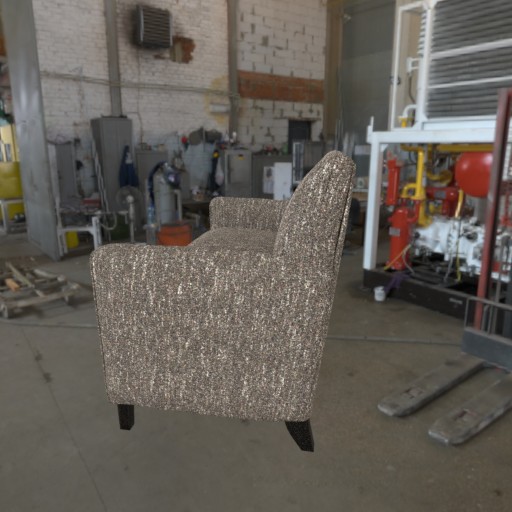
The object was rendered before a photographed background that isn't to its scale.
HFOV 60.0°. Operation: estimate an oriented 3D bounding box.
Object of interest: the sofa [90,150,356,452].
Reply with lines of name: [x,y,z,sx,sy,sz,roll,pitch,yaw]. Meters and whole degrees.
sofa: [0.000,0.000,2.042,0.801,0.946,1.519,2,14,9]
